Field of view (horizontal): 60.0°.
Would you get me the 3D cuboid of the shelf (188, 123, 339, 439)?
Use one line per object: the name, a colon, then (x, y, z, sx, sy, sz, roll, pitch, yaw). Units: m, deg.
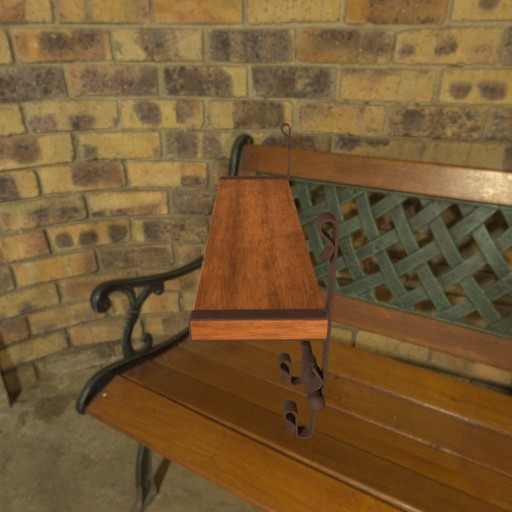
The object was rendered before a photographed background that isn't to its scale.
shelf: (0.000, 0.000, 0.713, 0.146, 0.330, 0.567, 0, 26, -1)
